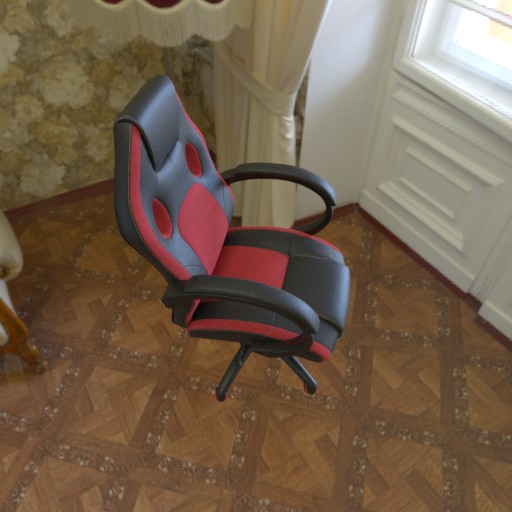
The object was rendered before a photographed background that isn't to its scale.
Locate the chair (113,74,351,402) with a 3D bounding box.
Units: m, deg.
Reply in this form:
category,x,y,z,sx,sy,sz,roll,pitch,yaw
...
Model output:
category,x,y,z,sx,sy,sz,roll,pitch,yaw
chair,0.000,0.000,1.612,0.724,1.187,0.673,9,47,8
